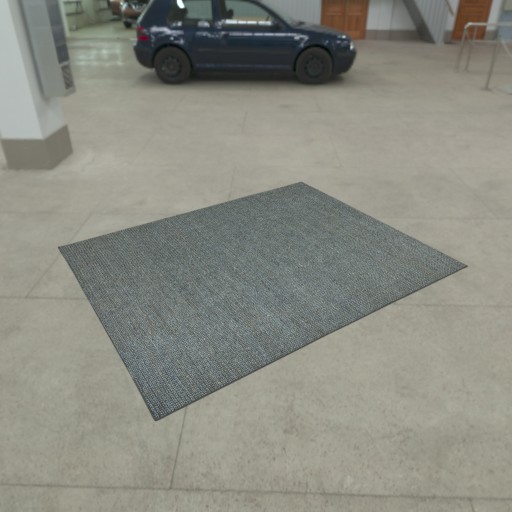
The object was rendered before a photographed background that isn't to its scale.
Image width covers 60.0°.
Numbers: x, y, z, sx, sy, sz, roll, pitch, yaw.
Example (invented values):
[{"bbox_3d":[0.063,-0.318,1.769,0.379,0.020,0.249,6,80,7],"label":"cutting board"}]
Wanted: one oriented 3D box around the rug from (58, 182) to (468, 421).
[{"bbox_3d":[0.000,0.000,4.217,3.068,0.021,2.456,-19,36,-28],"label":"rug"}]
